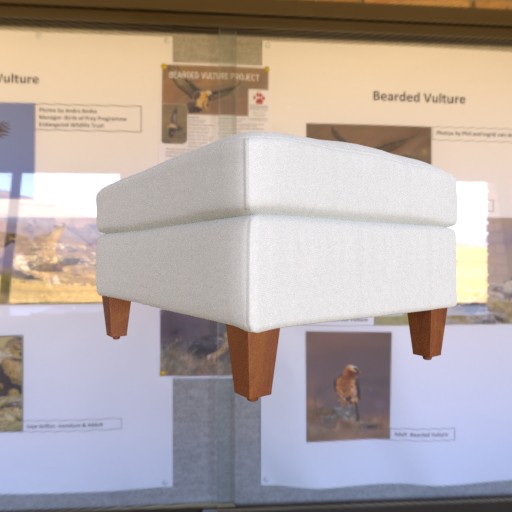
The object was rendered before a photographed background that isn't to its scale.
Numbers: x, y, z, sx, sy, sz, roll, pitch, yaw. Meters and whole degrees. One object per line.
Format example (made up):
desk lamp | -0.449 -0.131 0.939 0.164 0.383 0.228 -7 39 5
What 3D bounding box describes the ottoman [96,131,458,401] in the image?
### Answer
ottoman | 0.000 0.000 1.193 0.634 0.496 0.818 0 0 -36
